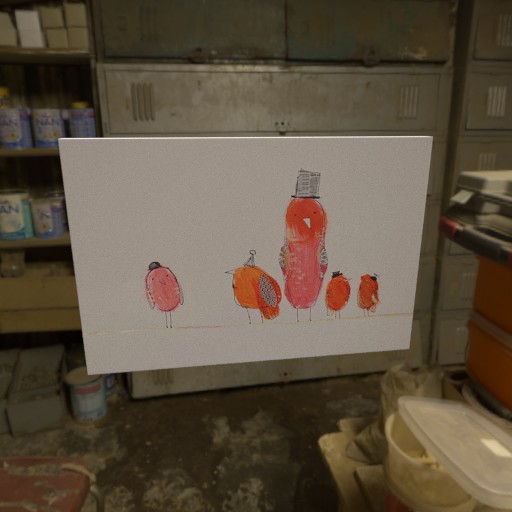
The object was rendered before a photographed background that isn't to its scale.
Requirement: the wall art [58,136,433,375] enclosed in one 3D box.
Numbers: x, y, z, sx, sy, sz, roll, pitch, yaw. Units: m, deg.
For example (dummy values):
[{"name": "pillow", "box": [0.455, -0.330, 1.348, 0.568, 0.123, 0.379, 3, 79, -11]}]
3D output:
[{"name": "wall art", "box": [0.000, 0.000, 1.178, 0.914, 0.609, 0.038, -3, 17, -8]}]
